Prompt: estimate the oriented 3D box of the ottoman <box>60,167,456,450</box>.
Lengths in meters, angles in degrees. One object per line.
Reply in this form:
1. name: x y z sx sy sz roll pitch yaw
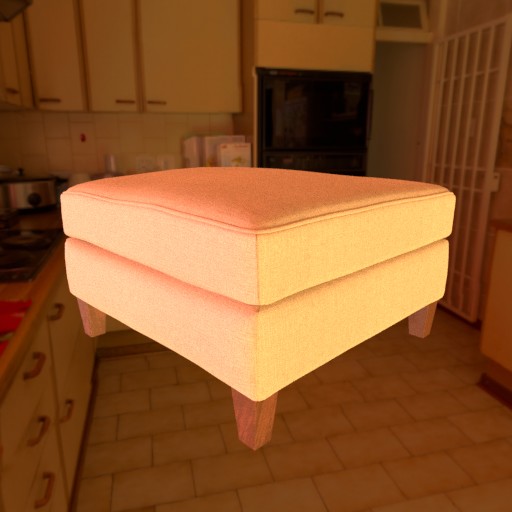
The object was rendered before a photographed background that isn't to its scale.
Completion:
1. ottoman: 0.000 0.000 1.325 0.838 0.503 0.838 -14 21 -43
